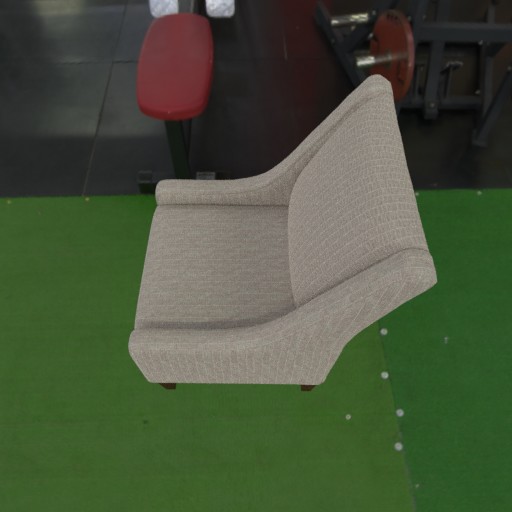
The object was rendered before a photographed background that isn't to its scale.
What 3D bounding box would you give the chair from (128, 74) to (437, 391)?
[{"bbox_3d":[0.000,0.000,1.635,0.870,1.014,0.774,1,57,0],"label":"chair"}]
